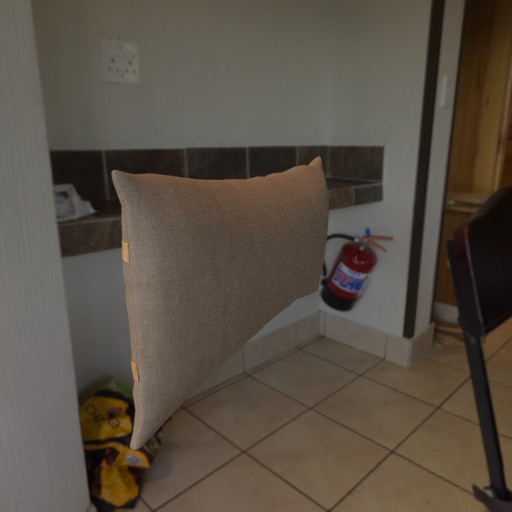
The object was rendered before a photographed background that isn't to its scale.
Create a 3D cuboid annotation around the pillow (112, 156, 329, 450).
[{"bbox_3d":[0.000,0.000,0.717,0.148,0.308,0.612,7,16,26],"label":"pillow"}]
